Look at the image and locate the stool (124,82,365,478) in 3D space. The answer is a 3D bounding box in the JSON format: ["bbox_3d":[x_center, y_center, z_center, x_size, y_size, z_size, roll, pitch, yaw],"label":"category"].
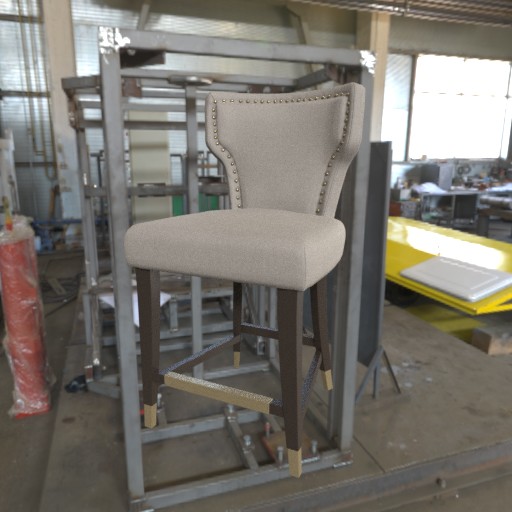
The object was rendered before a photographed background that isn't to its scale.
[{"bbox_3d":[0.000,0.000,1.315,0.527,0.982,0.563,6,15,25],"label":"stool"}]
